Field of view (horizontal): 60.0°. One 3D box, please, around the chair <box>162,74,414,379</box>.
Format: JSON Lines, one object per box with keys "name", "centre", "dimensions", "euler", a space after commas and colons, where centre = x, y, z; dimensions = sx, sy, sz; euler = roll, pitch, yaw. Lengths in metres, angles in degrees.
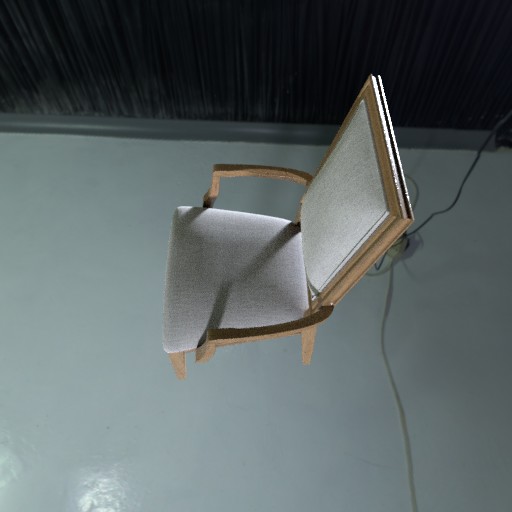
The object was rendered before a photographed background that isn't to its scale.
{"name": "chair", "centre": [0.000, 0.000, 1.374], "dimensions": [0.602, 0.990, 0.606], "euler": [-1, 60, -1]}
